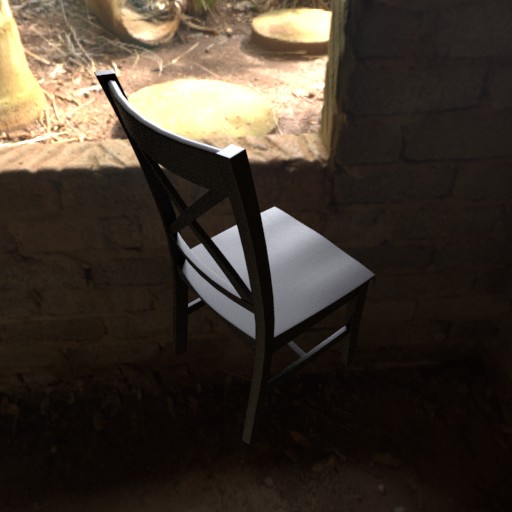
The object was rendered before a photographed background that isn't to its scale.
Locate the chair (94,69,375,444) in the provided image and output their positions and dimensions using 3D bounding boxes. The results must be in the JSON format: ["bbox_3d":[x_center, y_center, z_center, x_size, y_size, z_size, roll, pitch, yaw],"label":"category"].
[{"bbox_3d":[0.000,0.000,1.239,0.542,0.983,0.485,-28,48,-28],"label":"chair"}]
